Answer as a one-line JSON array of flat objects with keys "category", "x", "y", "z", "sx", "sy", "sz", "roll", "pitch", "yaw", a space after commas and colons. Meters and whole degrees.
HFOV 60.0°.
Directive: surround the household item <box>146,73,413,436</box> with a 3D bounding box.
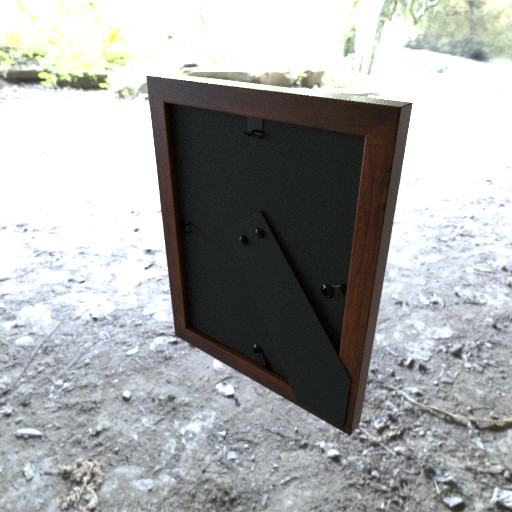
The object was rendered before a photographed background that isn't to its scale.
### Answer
[{"category": "household item", "x": 0.000, "y": 0.000, "z": 0.347, "sx": 0.200, "sy": 0.250, "sz": 0.020, "roll": 21, "pitch": 35, "yaw": 33}]
